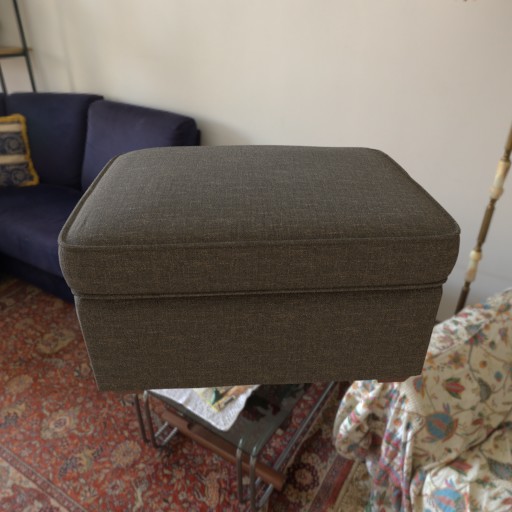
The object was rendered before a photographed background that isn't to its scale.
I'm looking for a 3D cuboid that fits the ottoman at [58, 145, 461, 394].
[{"bbox_3d":[0.000,0.000,1.088,0.749,0.450,0.549,-2,31,-3],"label":"ottoman"}]
